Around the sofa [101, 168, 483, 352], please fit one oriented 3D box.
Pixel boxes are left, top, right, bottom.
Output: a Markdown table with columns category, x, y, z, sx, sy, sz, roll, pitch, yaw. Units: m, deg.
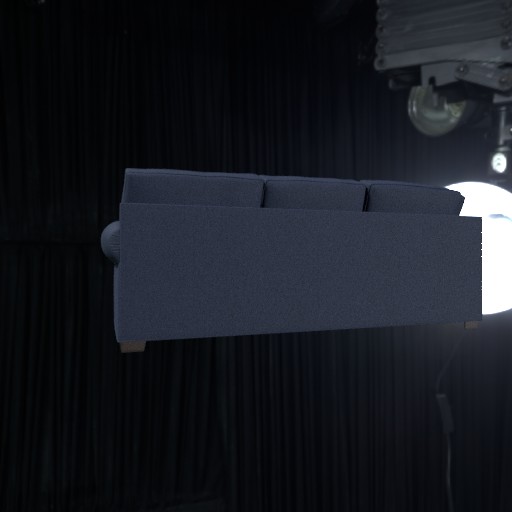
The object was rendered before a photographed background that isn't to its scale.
| category | x | y | z | sx | sy | sz | roll | pitch | yaw |
| --- | --- | --- | --- | --- | --- | --- | --- | --- | --- |
| sofa | 0.000 | 0.000 | 3.902 | 2.562 | 1.042 | 2.487 | 0 | 0 | -19 |
